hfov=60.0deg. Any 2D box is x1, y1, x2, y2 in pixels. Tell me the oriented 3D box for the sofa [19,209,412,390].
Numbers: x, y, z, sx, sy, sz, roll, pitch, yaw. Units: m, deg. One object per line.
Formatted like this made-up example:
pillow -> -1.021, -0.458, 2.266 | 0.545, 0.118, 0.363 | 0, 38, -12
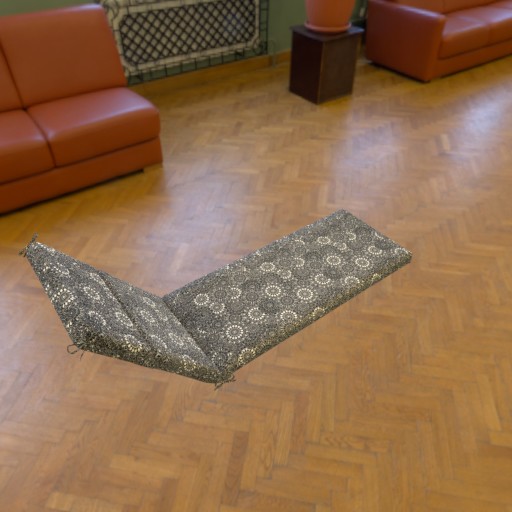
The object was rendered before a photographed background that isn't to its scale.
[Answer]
sofa -> 0.000, 0.000, 1.915 | 1.663, 0.622, 0.582 | -26, 48, -27
